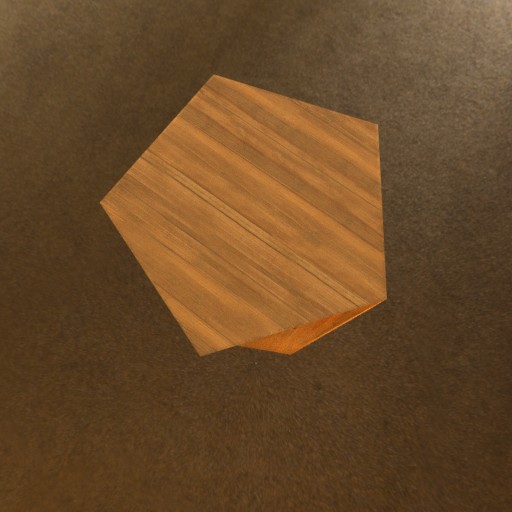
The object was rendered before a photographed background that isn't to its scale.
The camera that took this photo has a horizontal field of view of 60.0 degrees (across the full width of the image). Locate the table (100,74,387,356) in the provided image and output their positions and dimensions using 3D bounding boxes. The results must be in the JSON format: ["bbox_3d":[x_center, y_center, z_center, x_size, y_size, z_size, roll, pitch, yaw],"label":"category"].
[{"bbox_3d":[0.000,0.000,0.919,0.441,0.604,0.425,-32,79,-7],"label":"table"}]
